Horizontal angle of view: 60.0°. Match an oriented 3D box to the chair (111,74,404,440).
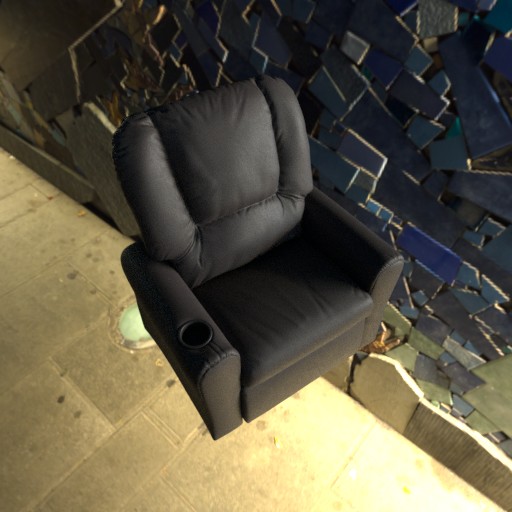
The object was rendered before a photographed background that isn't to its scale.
[{"bbox_3d":[0.000,0.000,1.140,0.610,0.709,0.521,-26,51,-23],"label":"chair"}]
